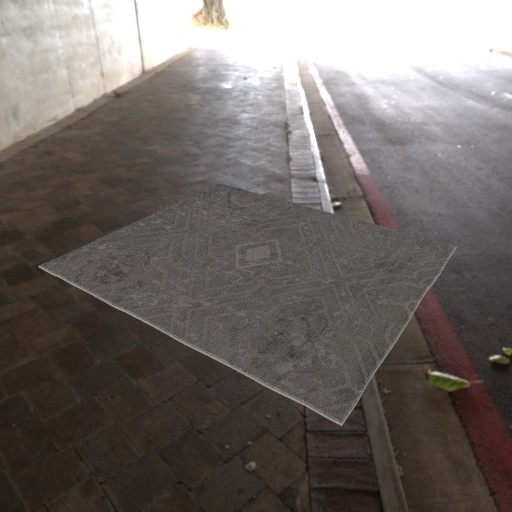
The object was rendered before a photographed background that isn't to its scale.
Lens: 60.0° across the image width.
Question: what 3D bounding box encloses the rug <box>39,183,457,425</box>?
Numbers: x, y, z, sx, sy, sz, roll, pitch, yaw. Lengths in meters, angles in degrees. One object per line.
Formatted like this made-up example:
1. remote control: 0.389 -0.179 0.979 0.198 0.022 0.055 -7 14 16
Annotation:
1. rug: 0.000 0.000 0.886 0.639 0.006 0.548 19 35 30
